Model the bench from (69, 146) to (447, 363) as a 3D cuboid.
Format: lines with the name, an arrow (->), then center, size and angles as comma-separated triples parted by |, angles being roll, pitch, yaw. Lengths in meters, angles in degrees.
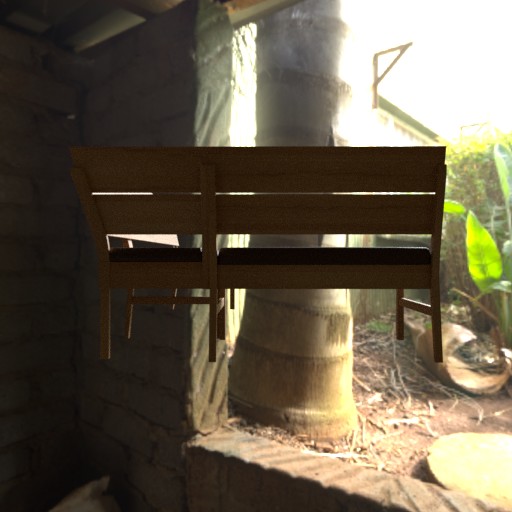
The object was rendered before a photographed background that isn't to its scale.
bench -> 0.000, 0.000, 2.776 | 1.549, 0.890, 1.975 | 0, 0, -1
